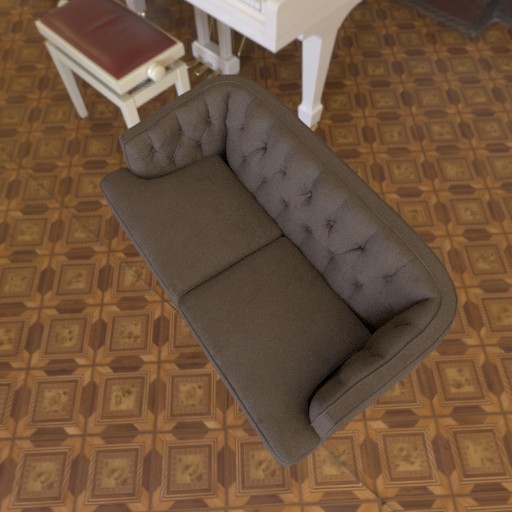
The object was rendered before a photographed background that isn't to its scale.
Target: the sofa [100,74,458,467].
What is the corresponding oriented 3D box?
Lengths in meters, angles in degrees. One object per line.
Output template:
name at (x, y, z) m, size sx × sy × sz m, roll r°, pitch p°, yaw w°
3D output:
sofa at (0.000, 0.000, 2.210) m, size 0.941 × 0.855 × 1.733 m, roll -31°, pitch 65°, yaw -16°
